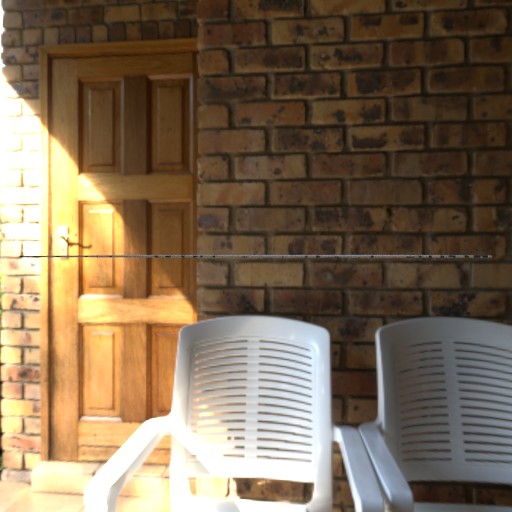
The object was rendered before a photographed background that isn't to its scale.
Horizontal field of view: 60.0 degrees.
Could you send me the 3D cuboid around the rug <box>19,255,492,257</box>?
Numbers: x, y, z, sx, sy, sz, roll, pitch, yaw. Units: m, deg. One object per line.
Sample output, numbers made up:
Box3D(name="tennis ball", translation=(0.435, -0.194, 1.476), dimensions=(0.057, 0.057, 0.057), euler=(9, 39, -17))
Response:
Box3D(name="rug", translation=(0.000, 0.000, 2.320), dimensions=(1.828, 0.007, 1.220), euler=(0, 0, 0))
